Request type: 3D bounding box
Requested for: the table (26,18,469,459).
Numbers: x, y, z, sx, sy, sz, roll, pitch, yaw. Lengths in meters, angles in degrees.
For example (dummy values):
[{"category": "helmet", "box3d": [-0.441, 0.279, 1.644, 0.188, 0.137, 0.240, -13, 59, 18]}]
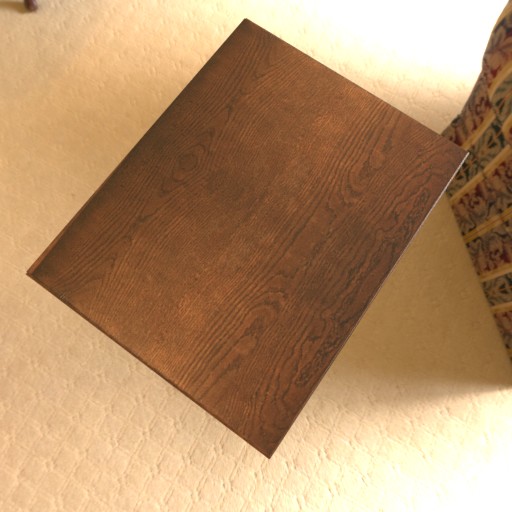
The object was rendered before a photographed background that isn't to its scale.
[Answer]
[{"category": "table", "box3d": [0.000, 0.000, 0.998, 0.461, 0.597, 0.586, 35, 78, 8]}]
